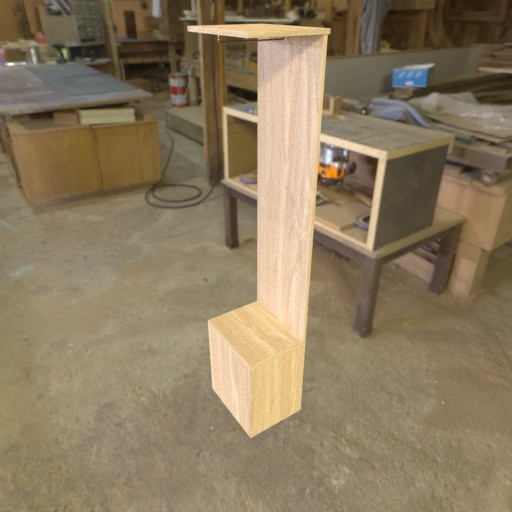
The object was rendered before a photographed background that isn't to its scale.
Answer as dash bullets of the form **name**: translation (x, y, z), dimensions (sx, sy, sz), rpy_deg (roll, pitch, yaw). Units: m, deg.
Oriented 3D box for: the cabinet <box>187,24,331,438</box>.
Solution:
- **cabinet**: translation (0.000, 0.000, 2.046), dimensions (0.338, 1.879, 0.411), rpy_deg (-18, 35, -29)
